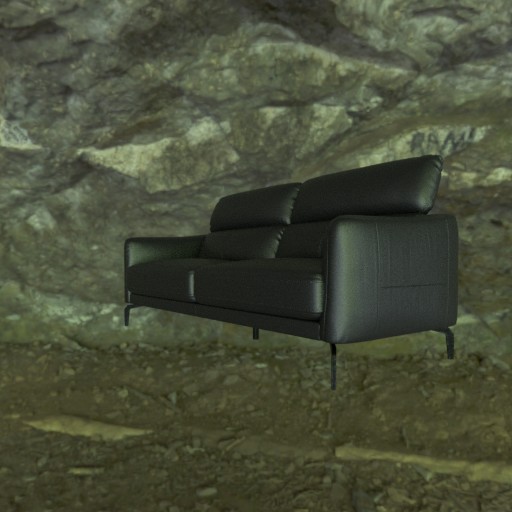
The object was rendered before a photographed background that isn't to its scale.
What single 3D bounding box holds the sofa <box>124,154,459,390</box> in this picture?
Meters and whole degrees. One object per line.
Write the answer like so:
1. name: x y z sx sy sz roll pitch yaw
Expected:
1. sofa: 0.000 0.000 2.552 0.856 0.957 2.069 0 -1 -38
